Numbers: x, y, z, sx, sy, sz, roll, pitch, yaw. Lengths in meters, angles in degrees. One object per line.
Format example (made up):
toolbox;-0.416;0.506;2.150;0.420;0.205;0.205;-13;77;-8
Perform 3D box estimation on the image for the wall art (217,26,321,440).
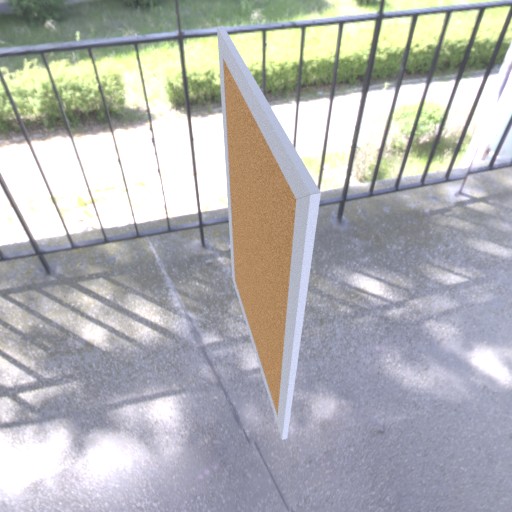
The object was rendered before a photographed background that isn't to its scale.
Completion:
wall art;0.000;0.000;0.835;0.011;0.659;0.454;-11;48;-10
